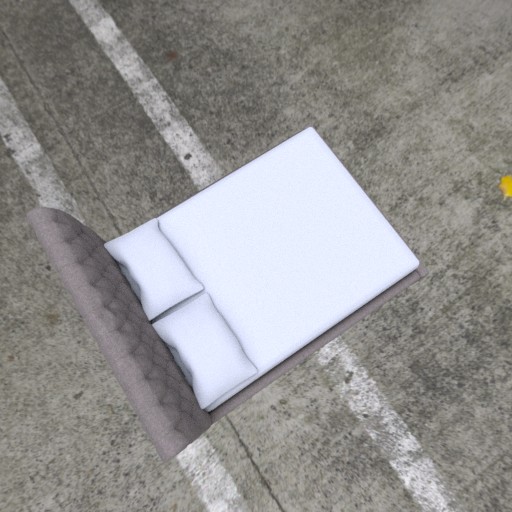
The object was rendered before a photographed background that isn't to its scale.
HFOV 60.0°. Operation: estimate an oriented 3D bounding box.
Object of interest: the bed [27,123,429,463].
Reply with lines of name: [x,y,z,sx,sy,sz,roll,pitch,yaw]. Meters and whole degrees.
bed: [0.000,0.000,3.272,2.252,1.371,1.645,-33,76,-9]
